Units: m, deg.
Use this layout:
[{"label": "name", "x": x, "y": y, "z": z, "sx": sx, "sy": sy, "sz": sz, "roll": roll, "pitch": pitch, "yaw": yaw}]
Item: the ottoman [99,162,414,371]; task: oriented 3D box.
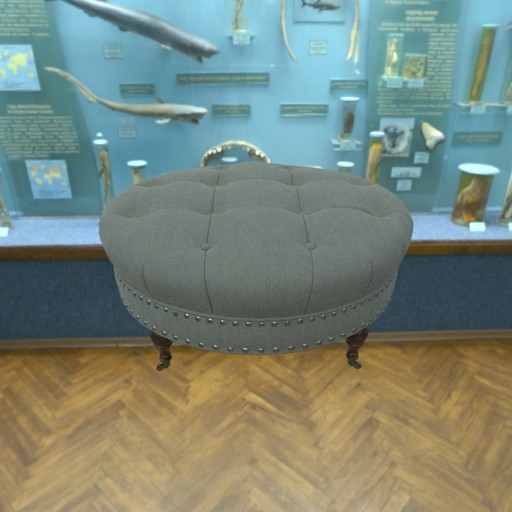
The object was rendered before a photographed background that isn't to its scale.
[{"label": "ottoman", "x": 0.000, "y": 0.000, "z": 1.395, "sx": 0.901, "sy": 0.439, "sz": 0.901, "roll": 0, "pitch": 27, "yaw": 0}]
